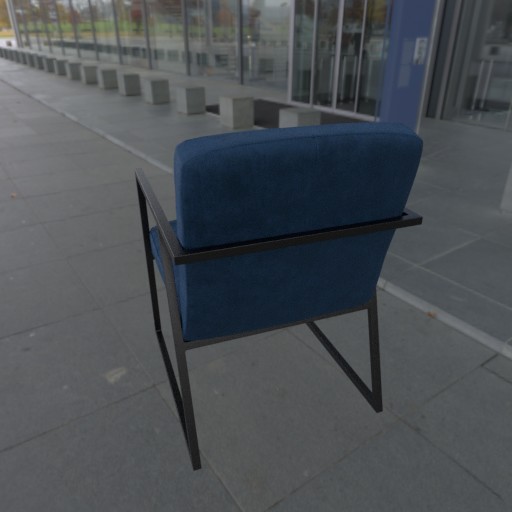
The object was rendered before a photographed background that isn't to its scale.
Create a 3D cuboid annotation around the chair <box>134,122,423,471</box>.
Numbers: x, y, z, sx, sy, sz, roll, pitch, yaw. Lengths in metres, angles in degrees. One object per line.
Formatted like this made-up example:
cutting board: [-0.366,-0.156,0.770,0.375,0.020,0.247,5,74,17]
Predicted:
chair: [0.000,0.000,1.284,0.571,0.833,0.677,-10,29,-18]
